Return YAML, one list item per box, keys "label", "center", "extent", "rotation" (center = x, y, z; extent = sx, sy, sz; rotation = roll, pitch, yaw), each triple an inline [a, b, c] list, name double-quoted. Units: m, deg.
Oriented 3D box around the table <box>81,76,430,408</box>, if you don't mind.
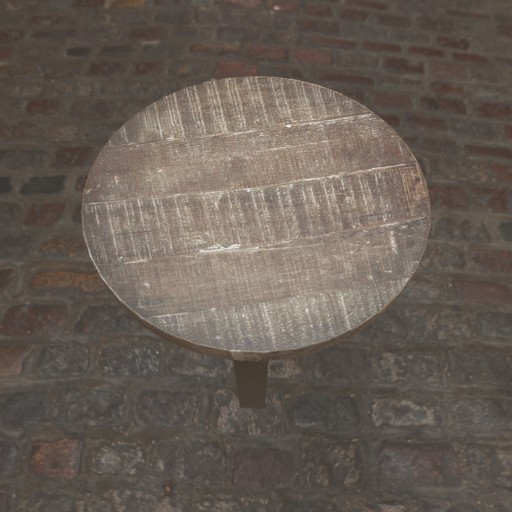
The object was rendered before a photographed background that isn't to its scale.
- label: "table"
  center: [0.000, 0.000, 0.908]
  extent: [0.557, 0.437, 0.557]
  rotation: [0, 59, 0]
